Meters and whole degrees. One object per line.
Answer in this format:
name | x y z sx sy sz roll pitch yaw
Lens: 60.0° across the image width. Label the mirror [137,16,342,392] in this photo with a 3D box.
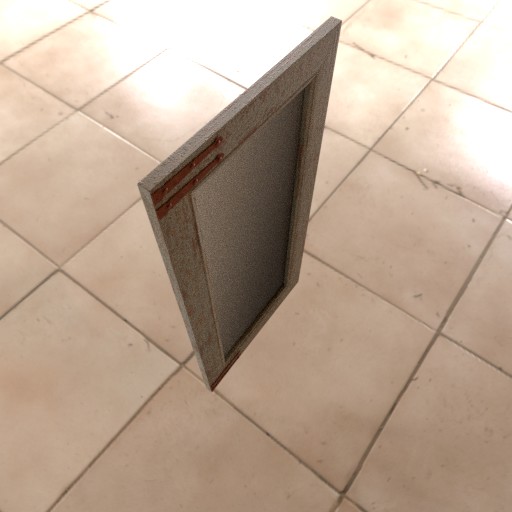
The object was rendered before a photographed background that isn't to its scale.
mirror | 0.000 0.000 1.047 0.027 0.922 0.472 32 63 18
